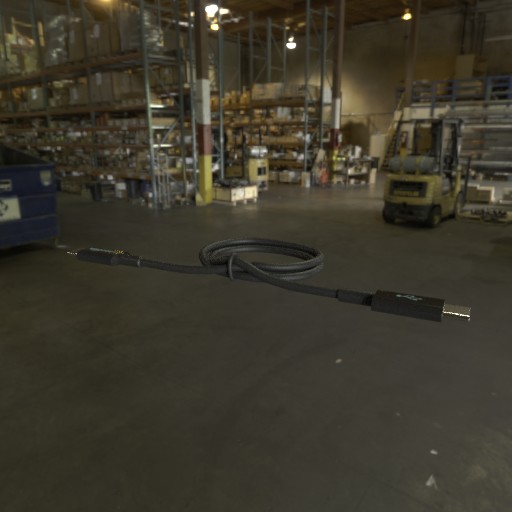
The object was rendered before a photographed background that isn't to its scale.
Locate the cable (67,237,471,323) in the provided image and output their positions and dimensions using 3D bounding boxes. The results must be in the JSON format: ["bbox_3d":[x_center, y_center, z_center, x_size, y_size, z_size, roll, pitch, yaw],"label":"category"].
[{"bbox_3d":[0.000,0.000,0.229,0.203,0.014,0.070,7,17,26],"label":"cable"}]
